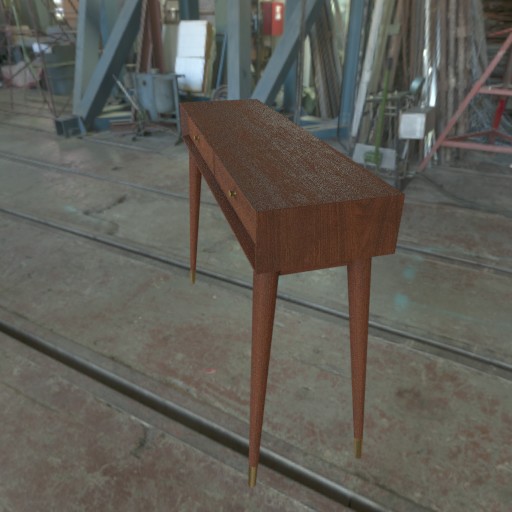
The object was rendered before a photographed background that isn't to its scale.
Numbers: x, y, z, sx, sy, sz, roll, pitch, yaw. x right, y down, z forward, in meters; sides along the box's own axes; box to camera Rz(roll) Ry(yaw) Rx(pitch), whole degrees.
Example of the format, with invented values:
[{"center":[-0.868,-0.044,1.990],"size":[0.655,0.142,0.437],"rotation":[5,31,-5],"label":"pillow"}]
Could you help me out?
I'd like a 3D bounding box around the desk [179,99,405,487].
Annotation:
[{"center":[0.000,0.000,1.673],"size":[0.384,0.917,1.204],"rotation":[-8,31,-14],"label":"desk"}]
